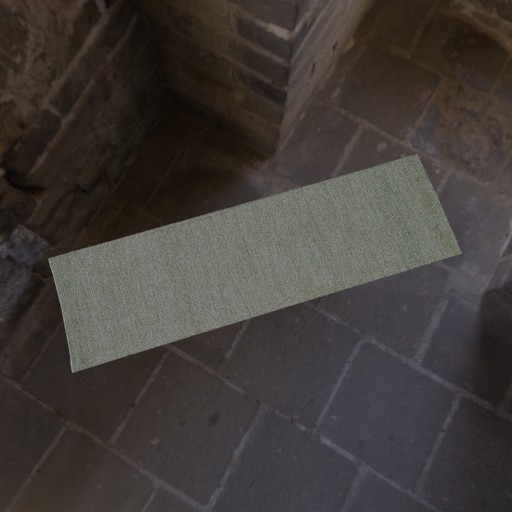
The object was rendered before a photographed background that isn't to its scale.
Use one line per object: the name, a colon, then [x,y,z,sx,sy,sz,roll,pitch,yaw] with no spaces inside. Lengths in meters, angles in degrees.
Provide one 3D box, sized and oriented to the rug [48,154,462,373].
rug: [0.000,0.000,2.606,2.340,0.013,0.686,-16,75,-5]
